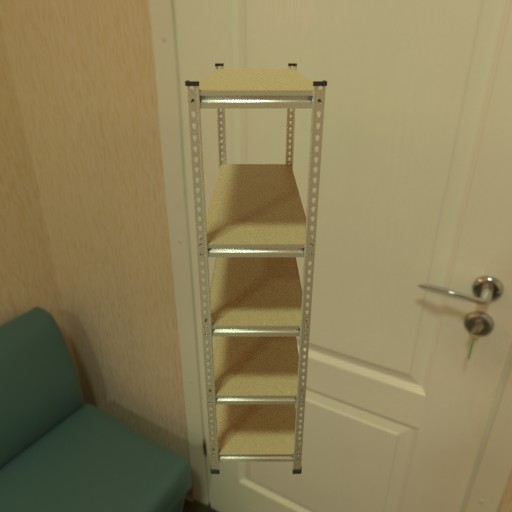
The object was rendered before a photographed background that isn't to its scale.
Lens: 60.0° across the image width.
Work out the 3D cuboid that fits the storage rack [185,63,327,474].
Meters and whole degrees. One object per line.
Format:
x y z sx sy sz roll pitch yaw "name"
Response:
0.000 0.000 2.359 0.457 1.829 1.219 0 26 0 "storage rack"
